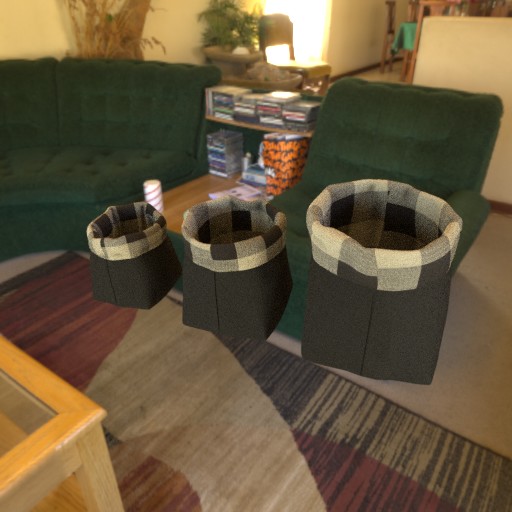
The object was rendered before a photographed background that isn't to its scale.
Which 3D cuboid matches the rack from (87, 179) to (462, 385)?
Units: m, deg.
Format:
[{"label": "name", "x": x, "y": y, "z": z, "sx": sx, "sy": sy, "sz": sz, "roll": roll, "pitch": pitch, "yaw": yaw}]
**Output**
[{"label": "rack", "x": 0.000, "y": 0.000, "z": 1.065, "sx": 0.889, "sy": 0.329, "sz": 0.370, "roll": 9, "pitch": 32, "yaw": 15}]
